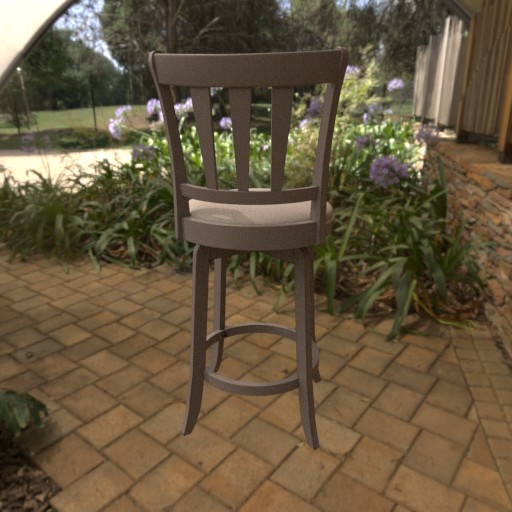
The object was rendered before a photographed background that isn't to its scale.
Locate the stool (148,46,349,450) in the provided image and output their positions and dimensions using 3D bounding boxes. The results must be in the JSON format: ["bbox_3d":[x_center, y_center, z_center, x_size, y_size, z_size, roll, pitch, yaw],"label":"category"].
[{"bbox_3d":[0.000,0.000,1.244,0.436,1.023,0.475,3,18,8],"label":"stool"}]
